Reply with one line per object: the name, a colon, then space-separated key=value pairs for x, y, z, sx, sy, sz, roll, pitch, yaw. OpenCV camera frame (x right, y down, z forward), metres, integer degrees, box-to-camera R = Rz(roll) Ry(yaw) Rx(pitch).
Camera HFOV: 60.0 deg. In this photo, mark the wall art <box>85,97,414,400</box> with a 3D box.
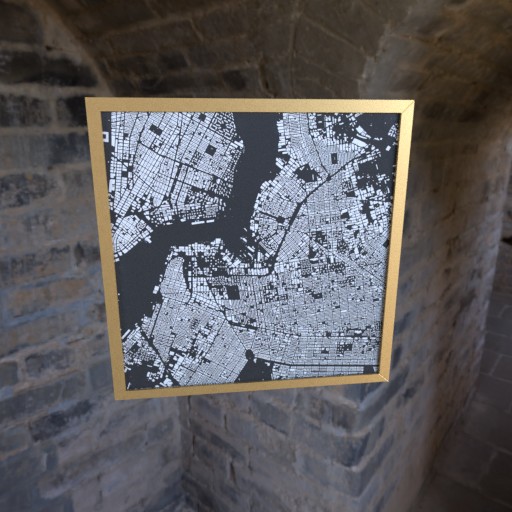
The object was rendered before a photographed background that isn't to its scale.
wall art: x=0.000 y=0.000 z=2.885 sx=1.926 sy=1.926 sz=0.099 roll=-2 pitch=16 yaw=-7
